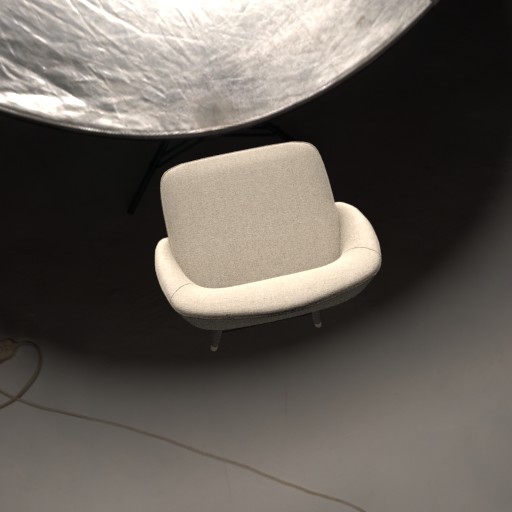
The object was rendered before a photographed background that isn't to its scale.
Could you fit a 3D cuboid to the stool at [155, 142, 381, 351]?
[{"bbox_3d":[0.000,0.000,1.320,0.494,1.037,0.509,-12,75,-3],"label":"stool"}]
